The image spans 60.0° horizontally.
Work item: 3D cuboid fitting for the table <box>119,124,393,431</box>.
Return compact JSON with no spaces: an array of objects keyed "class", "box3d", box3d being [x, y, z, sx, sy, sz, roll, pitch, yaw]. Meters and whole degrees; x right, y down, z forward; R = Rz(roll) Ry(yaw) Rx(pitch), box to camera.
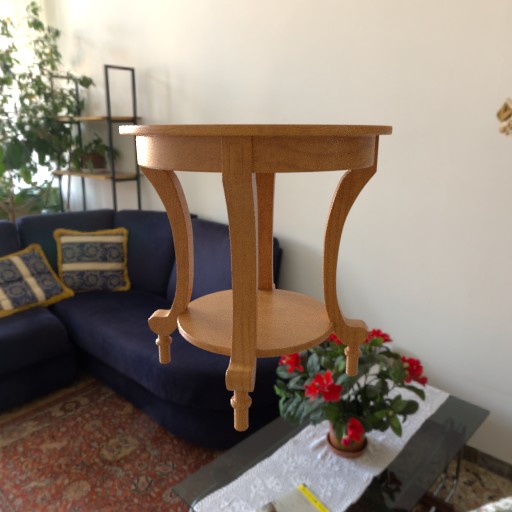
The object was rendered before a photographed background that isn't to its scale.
[{"class":"table","box3d":[0.000,0.000,1.091,0.597,0.612,0.597,0,16,0]}]
